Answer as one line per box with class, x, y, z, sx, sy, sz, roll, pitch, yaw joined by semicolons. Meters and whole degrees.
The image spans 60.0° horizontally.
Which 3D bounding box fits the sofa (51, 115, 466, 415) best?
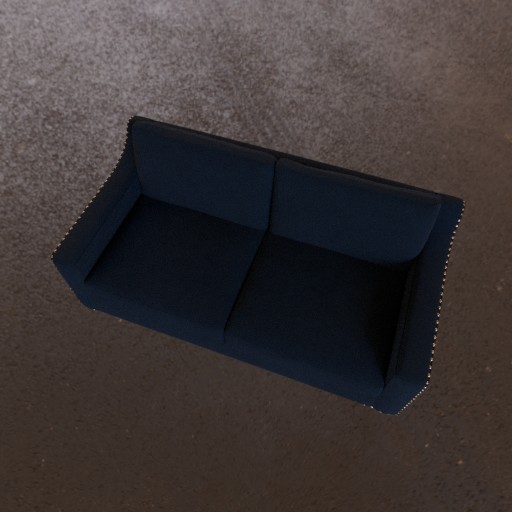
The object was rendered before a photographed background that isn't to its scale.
sofa;0.000;0.000;2.668;2.107;0.983;1.104;17;59;11
